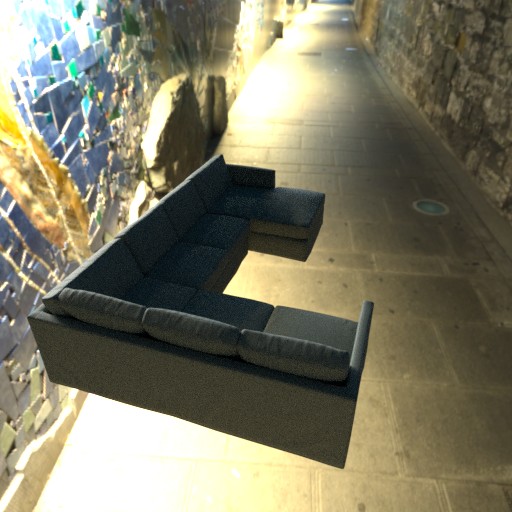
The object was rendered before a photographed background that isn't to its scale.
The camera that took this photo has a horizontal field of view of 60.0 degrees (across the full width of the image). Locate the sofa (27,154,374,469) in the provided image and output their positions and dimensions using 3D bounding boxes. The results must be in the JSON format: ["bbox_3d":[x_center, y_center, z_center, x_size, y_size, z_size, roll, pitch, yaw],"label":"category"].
[{"bbox_3d":[0.000,0.000,4.449,2.427,0.882,3.460,10,33,16],"label":"sofa"}]
